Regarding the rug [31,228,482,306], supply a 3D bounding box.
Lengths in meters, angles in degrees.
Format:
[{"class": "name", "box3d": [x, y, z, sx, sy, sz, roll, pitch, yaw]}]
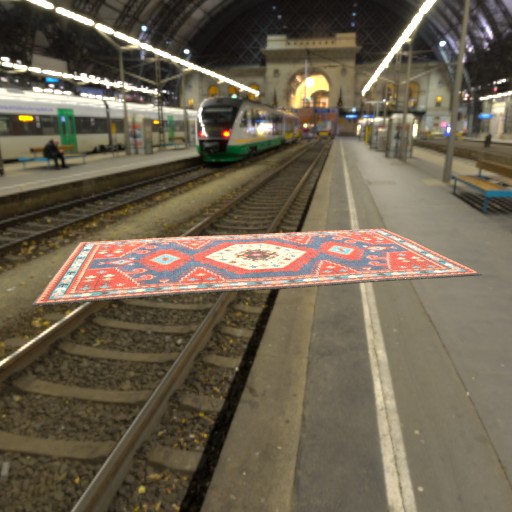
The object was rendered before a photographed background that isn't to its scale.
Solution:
[{"class": "rug", "box3d": [0.000, 0.000, 3.632, 3.032, 0.034, 1.522, -3, 16, -11]}]
